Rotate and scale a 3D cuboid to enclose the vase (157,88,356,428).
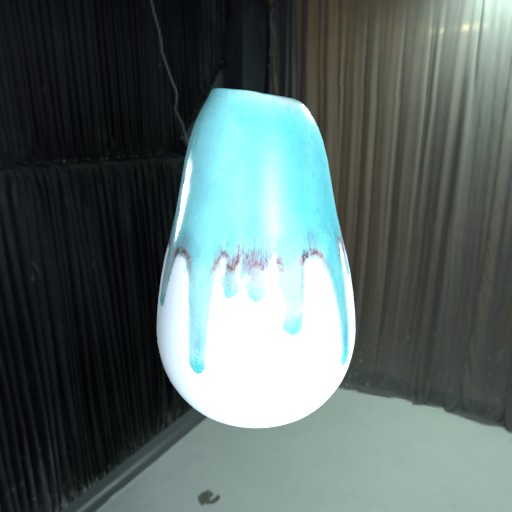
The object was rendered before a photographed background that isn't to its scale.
[{"bbox_3d":[0.000,0.000,0.254,0.116,0.179,0.116,0,16,0],"label":"vase"}]
